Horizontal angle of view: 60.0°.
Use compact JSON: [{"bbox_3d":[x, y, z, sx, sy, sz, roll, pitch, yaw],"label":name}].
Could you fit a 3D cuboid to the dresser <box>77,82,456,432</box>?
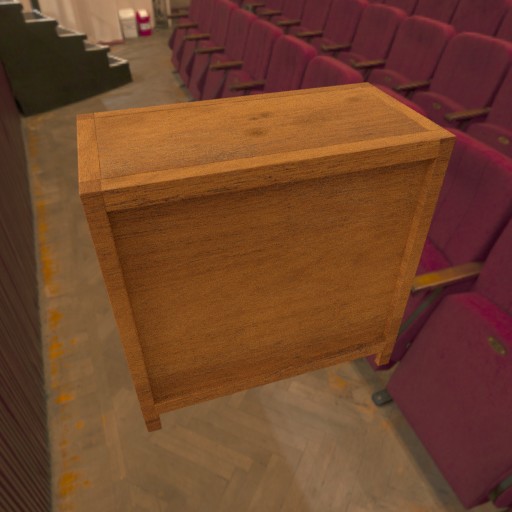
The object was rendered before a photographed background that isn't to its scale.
[{"bbox_3d":[0.000,0.000,1.296,0.804,0.804,0.427,-12,40,-14],"label":"dresser"}]
